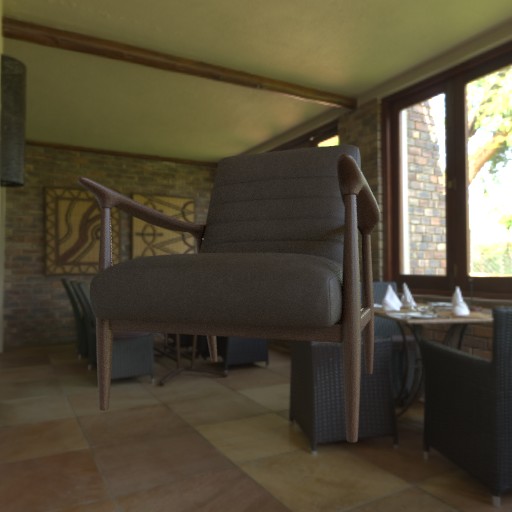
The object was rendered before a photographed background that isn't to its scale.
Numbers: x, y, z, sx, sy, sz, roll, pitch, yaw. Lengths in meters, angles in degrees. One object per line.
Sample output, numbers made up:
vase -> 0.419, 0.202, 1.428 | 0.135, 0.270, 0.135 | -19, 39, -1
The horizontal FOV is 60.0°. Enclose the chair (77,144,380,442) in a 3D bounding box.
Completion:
chair -> 0.000, 0.000, 1.370 | 0.741, 0.831, 0.798 | -1, -2, 19
